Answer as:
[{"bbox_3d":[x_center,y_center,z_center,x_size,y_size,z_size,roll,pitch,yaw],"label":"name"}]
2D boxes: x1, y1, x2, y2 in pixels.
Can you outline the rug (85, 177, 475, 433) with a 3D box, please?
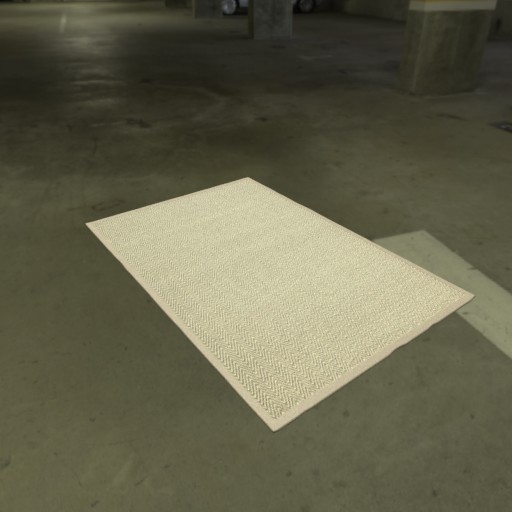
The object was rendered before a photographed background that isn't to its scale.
[{"bbox_3d":[0.000,0.000,3.000,1.540,0.021,2.290,-22,38,-31],"label":"rug"}]
